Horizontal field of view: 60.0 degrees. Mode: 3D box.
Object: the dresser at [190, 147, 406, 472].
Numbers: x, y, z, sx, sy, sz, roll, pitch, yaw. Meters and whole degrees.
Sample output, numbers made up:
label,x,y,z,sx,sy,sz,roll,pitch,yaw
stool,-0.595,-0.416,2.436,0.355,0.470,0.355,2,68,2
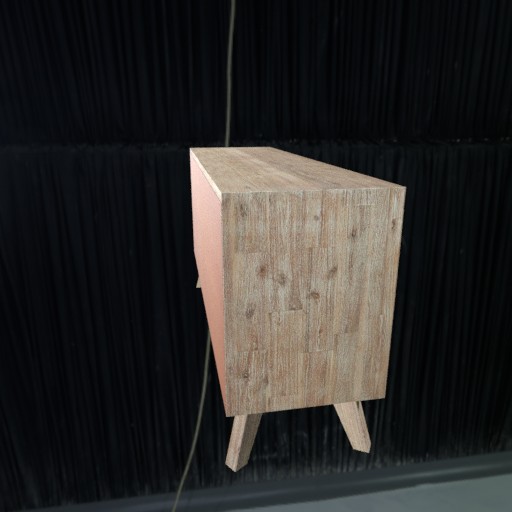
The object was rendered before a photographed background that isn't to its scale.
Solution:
label,x,y,z,sx,sy,sz,roll,pitch,yaw
dresser,0.000,0.000,1.892,0.455,0.805,1.554,-3,18,-10
